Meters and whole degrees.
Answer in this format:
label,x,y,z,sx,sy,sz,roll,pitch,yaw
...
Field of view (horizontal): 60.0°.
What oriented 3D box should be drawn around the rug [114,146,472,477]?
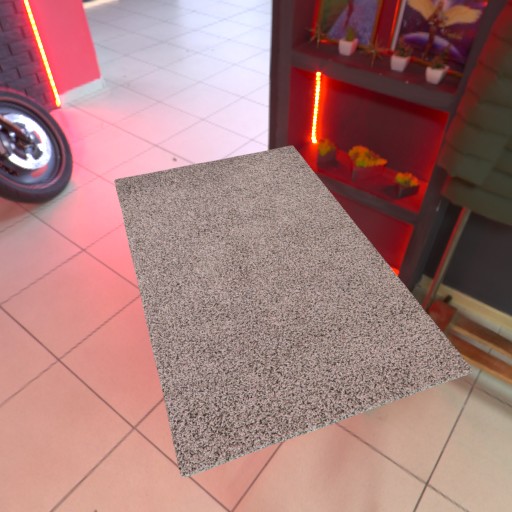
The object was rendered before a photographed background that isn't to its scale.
label,x,y,z,sx,sy,sz,roll,pitch,yaw
rug,0.000,0.000,3.351,1.778,0.030,2.743,-14,46,-14
